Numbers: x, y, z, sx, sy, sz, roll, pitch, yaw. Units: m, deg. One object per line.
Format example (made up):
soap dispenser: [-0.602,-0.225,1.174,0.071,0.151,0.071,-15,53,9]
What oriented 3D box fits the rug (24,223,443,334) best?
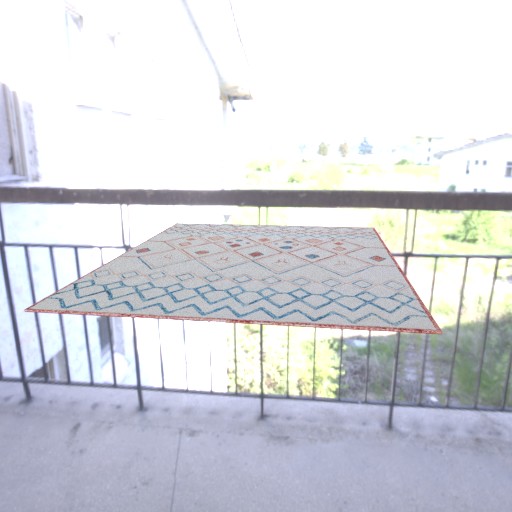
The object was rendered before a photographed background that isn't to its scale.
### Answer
rug: [0.000,0.000,3.995,2.441,0.016,3.050,2,14,8]
